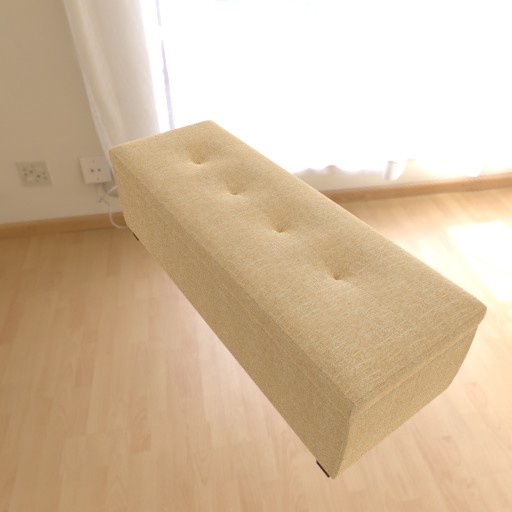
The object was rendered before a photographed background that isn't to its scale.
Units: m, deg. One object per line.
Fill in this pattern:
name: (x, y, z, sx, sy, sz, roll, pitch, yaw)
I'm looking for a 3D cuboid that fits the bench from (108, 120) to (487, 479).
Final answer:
bench: (0.000, 0.000, 1.381, 0.432, 0.406, 1.219, -25, 47, -26)
